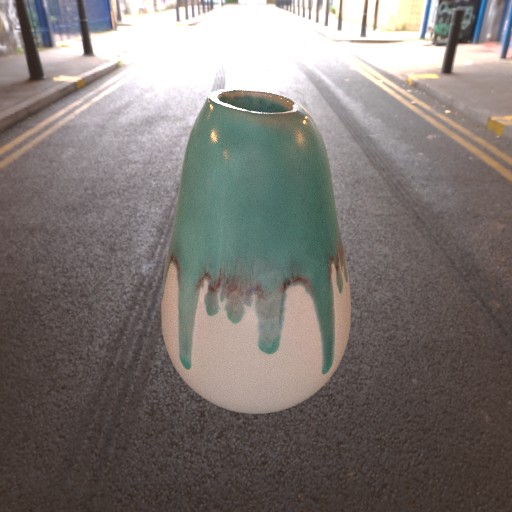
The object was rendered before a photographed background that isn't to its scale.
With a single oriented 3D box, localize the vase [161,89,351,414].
[{"bbox_3d":[0.000,0.000,0.256,0.116,0.179,0.116,0,31,0],"label":"vase"}]
